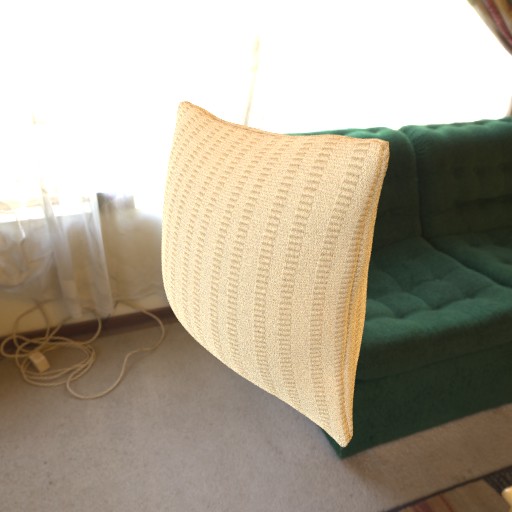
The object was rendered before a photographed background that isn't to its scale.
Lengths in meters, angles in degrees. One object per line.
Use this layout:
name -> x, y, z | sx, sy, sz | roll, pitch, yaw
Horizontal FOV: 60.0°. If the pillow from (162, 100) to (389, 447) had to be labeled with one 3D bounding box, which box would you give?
pillow -> 0.000, 0.000, 0.682 | 0.247, 0.419, 0.438 | -18, 31, -32
